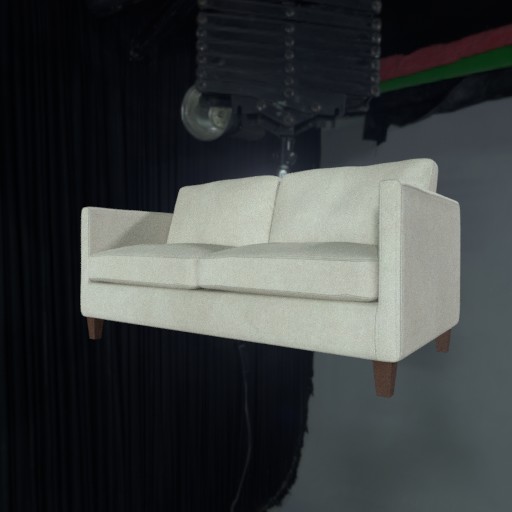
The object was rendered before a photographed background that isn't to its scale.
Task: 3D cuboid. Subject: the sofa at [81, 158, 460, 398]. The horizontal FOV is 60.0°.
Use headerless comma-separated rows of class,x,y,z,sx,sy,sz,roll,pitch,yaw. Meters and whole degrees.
sofa,0.000,0.000,2.350,1.846,0.940,0.950,1,1,36
